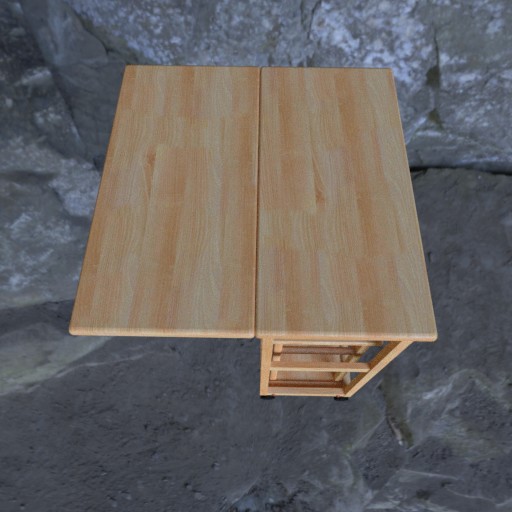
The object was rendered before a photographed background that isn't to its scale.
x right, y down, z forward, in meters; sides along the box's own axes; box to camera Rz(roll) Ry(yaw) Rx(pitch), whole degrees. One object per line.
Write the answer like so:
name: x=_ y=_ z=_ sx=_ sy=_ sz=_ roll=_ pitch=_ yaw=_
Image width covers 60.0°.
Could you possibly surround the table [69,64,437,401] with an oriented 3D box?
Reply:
table: x=0.000 y=0.000 z=1.364 sx=0.693 sy=0.832 sz=0.752 roll=1 pitch=63 yaw=0
